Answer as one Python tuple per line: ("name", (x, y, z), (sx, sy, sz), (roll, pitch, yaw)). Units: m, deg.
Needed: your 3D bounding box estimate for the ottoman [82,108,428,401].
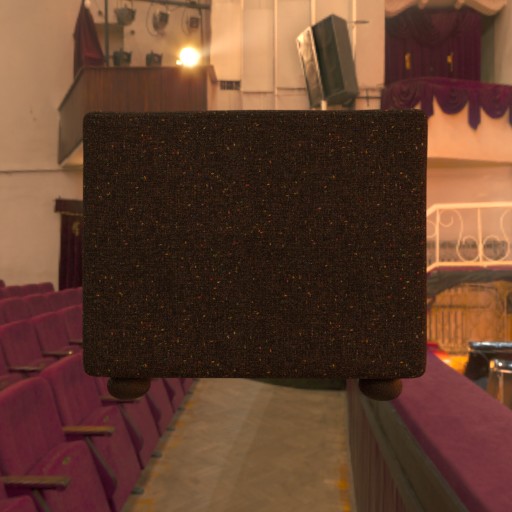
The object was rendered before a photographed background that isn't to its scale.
("ottoman", (0.000, 0.000, 0.866), (0.508, 0.432, 0.508), (0, 0, 1))
